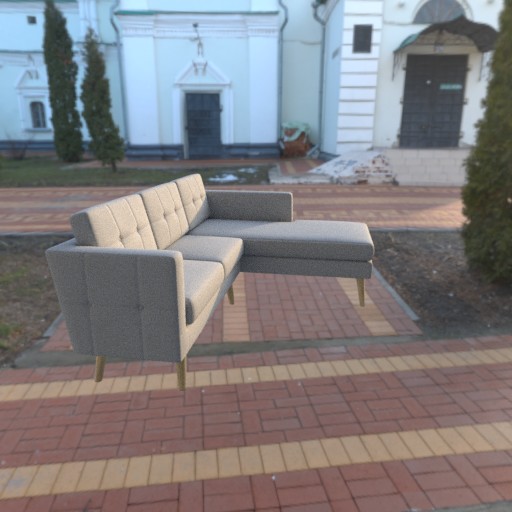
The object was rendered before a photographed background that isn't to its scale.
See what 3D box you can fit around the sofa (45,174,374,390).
[{"bbox_3d":[0.000,0.000,2.832,1.530,0.860,2.040,3,16,9],"label":"sofa"}]
